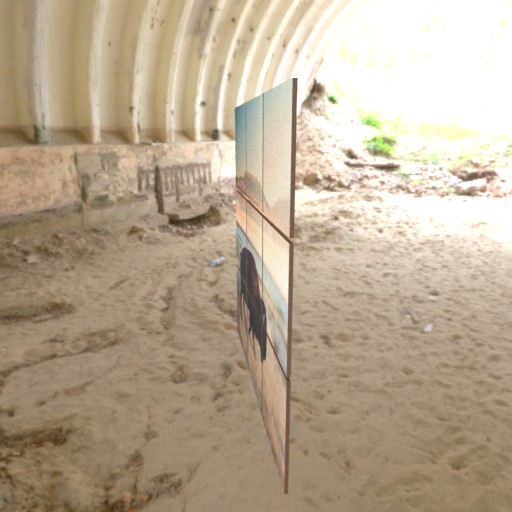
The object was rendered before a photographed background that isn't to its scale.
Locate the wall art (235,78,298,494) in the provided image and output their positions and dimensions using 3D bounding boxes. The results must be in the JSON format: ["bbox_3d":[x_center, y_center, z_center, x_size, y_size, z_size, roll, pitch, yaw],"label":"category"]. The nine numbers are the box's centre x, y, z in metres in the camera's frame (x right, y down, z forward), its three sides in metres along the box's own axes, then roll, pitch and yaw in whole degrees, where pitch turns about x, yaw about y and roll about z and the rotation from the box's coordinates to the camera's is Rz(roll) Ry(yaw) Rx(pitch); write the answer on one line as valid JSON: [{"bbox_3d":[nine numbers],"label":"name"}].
[{"bbox_3d":[0.000,0.000,1.810,0.019,1.218,1.221,-2,15,-9],"label":"wall art"}]
